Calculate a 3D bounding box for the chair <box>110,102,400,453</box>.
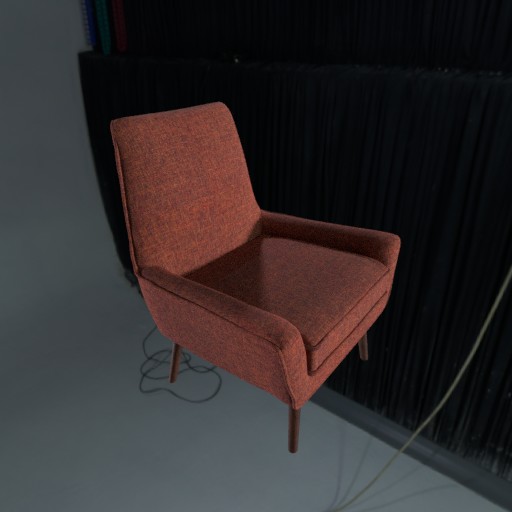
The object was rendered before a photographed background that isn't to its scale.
[{"bbox_3d":[0.000,0.000,1.515,0.784,0.911,0.803,18,31,32],"label":"chair"}]
